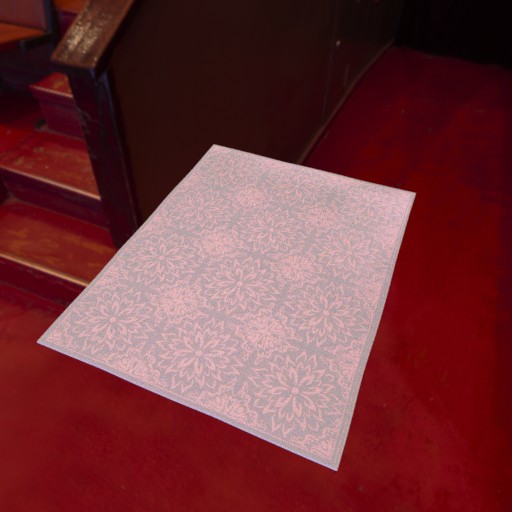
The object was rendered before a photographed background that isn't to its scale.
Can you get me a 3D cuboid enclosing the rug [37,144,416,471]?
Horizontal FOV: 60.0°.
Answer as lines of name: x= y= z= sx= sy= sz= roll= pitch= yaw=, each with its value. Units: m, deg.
rug: x=0.000 y=0.000 z=4.001 sx=2.363 sy=0.012 sz=2.980 roll=17 pitch=49 yaw=16
